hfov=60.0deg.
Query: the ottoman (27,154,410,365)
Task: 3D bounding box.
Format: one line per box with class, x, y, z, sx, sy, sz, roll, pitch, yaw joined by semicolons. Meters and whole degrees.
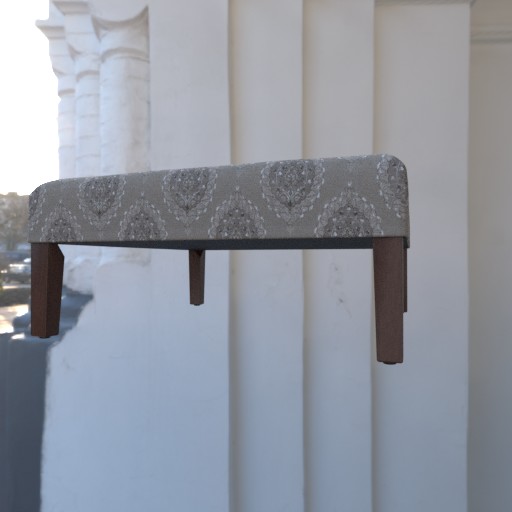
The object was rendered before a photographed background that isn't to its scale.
ottoman;0.000;0.000;1.356;0.889;0.411;0.890;0;-1;19
